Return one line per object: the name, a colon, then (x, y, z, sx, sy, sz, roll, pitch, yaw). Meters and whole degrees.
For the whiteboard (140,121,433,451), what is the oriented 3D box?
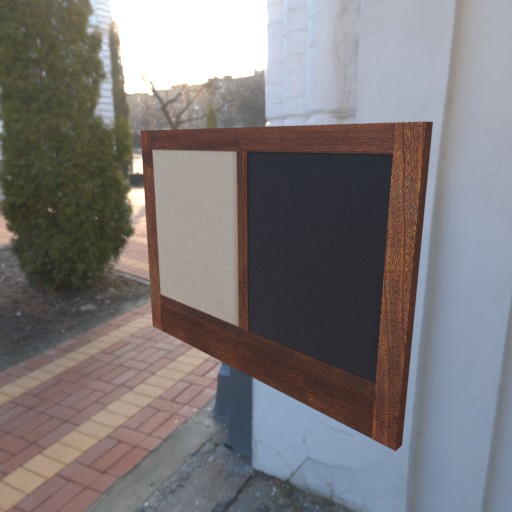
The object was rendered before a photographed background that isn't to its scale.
whiteboard: (0.000, 0.000, 0.995, 0.768, 0.553, 0.083, 14, 20, 43)
